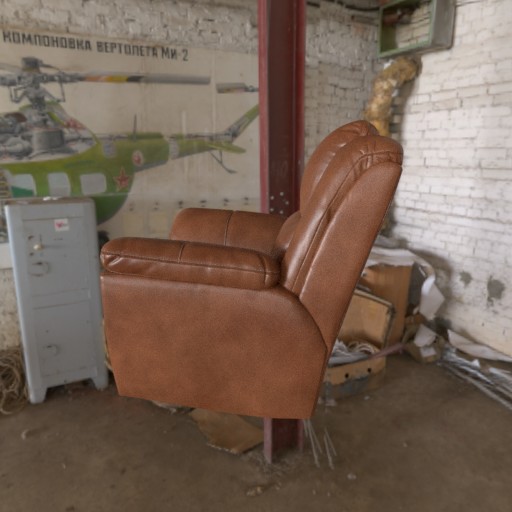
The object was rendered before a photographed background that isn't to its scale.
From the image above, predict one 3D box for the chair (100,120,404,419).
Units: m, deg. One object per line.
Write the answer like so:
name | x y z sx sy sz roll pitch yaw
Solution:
chair | 0.000 0.000 1.918 1.041 1.093 0.990 2 14 8
